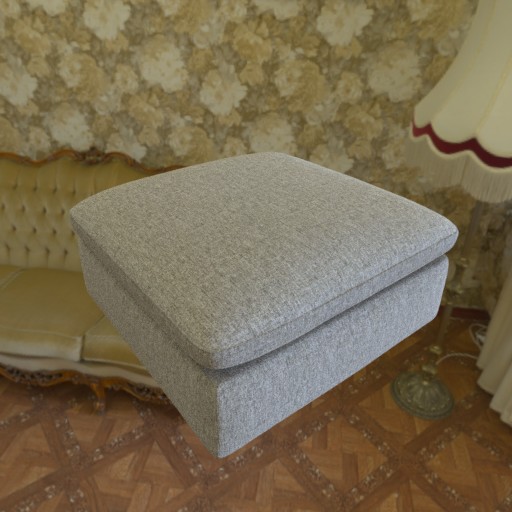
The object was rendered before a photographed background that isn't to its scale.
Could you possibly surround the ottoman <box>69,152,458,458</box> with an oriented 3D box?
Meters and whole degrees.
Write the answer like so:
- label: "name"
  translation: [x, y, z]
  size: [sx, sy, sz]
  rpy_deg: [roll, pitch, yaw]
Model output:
- label: "ottoman"
  translation: [0.000, 0.000, 1.649]
  size: [1.039, 0.526, 1.035]
  rpy_deg: [-22, 37, -32]
